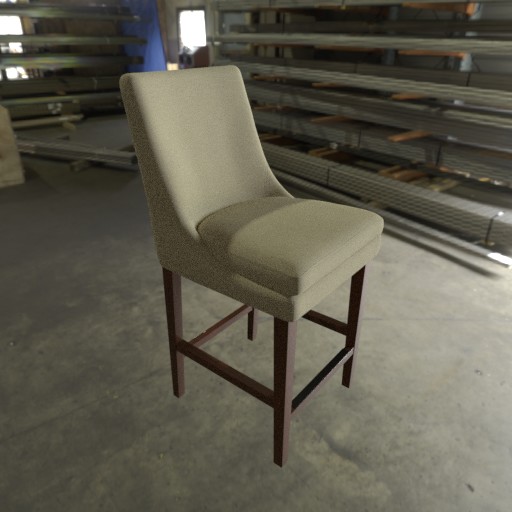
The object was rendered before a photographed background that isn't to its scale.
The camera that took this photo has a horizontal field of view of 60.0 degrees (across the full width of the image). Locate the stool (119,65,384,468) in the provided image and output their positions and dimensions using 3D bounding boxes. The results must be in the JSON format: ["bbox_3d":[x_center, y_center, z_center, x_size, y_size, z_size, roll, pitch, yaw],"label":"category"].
[{"bbox_3d":[0.000,0.000,1.284,0.577,0.981,0.470,20,33,34],"label":"stool"}]
